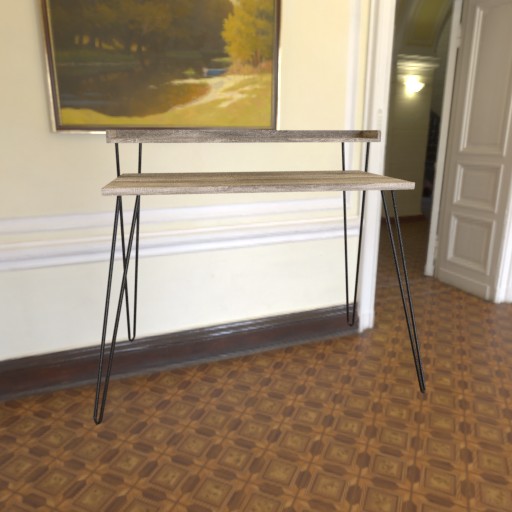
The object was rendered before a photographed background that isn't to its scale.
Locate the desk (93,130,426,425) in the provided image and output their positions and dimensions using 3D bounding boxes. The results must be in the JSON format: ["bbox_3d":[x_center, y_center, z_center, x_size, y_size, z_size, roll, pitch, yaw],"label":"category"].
[{"bbox_3d":[0.000,0.000,1.643,1.135,0.899,0.605,-2,16,-9],"label":"desk"}]
